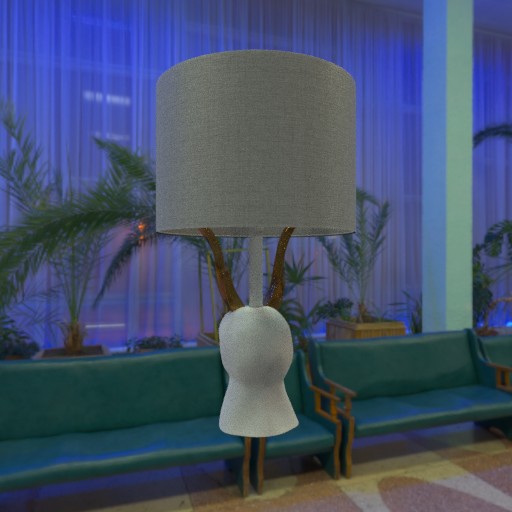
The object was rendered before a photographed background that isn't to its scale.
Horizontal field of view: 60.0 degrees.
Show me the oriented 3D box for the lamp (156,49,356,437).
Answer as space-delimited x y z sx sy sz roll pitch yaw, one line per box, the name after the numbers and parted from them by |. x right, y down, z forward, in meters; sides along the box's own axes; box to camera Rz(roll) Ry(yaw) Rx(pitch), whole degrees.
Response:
0.000 0.000 0.677 0.298 0.503 0.298 0 0 -17 | lamp
